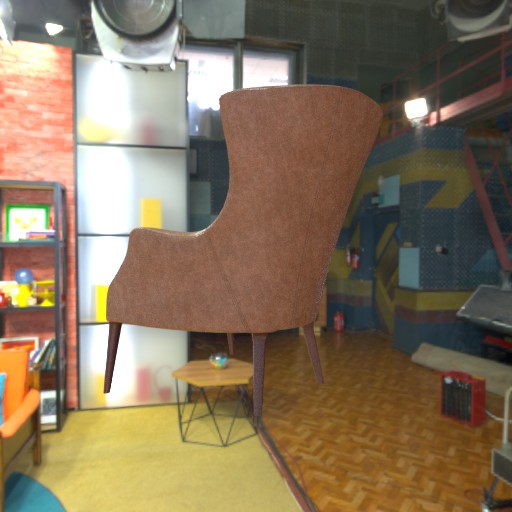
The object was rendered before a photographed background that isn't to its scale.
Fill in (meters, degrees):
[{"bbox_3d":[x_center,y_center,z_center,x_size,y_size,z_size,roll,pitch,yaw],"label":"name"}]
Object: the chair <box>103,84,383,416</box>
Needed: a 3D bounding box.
[{"bbox_3d":[0.000,0.000,1.763,0.955,1.067,0.846,1,2,37],"label":"chair"}]
